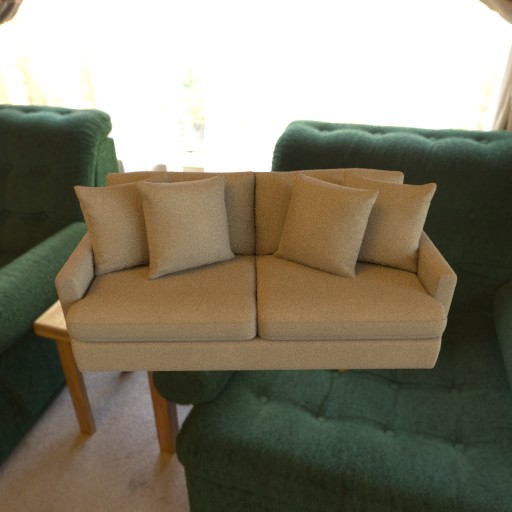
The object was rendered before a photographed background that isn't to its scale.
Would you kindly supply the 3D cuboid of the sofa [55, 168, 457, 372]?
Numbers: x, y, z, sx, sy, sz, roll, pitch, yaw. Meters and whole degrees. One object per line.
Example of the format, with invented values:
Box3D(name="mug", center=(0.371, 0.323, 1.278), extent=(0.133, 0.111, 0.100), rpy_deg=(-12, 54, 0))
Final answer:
Box3D(name="sofa", center=(0.000, 0.000, 3.030), extent=(2.380, 1.084, 1.228), rpy_deg=(0, 30, -1))
